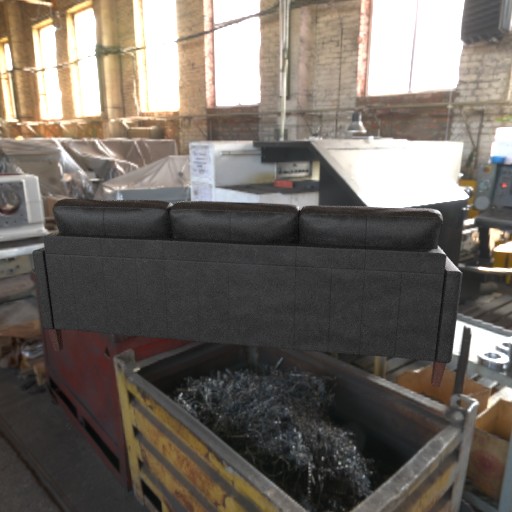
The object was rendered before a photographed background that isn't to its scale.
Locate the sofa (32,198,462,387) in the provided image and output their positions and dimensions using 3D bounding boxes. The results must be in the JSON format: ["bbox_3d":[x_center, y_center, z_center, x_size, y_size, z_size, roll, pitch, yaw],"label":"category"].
[{"bbox_3d":[0.000,0.000,2.923,2.178,0.876,1.497,3,15,10],"label":"sofa"}]
